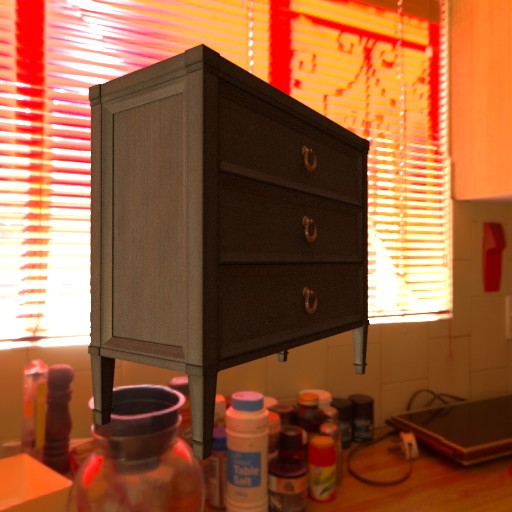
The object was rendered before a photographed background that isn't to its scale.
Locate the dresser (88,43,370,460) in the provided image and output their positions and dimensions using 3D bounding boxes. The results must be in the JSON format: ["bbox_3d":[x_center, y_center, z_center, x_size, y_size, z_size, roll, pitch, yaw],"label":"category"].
[{"bbox_3d":[0.000,0.000,1.590,0.463,0.986,1.049,0,-1,36],"label":"dresser"}]
